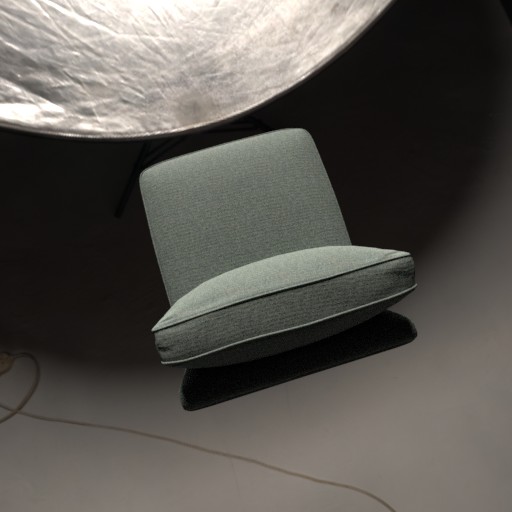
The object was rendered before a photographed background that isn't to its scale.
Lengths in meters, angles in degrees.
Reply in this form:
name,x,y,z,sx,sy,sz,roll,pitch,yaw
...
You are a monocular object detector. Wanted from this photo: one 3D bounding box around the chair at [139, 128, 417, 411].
name,x,y,z,sx,sy,sz,roll,pitch,yaw
chair,0.000,0.000,1.454,0.624,0.901,0.796,-16,76,-4
